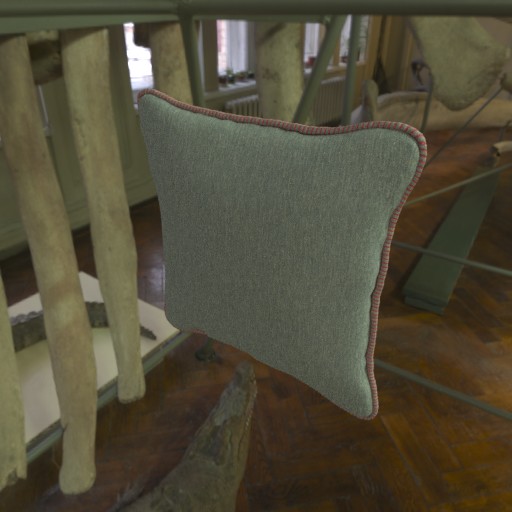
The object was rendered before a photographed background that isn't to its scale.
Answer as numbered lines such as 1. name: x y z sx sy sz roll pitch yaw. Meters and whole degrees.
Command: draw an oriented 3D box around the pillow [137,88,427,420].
1. pillow: 0.000 0.000 0.738 0.482 0.491 0.124 19 34 30
